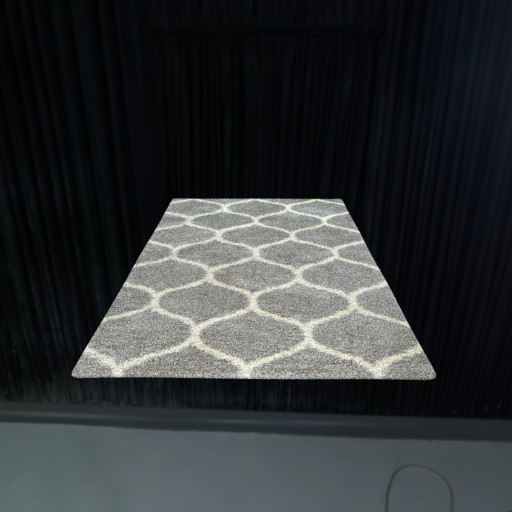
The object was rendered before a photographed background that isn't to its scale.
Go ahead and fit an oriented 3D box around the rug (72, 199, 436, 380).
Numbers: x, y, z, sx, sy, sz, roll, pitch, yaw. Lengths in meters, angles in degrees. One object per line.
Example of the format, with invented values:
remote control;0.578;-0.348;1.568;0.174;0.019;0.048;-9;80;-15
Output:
rug;0.000;0.000;2.872;1.501;0.025;2.348;0;25;0
